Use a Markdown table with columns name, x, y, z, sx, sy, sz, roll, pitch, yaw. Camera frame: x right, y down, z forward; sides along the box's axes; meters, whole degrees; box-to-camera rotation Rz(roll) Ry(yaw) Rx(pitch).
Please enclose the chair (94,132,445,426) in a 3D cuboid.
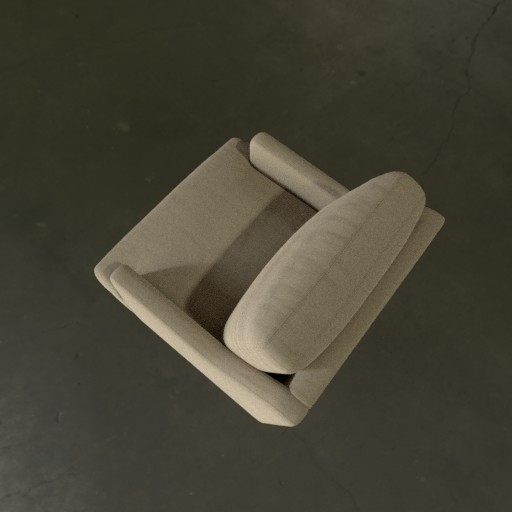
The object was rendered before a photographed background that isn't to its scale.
| name | x | y | z | sx | sy | sz | roll | pitch | yaw |
| --- | --- | --- | --- | --- | --- | --- | --- | --- | --- |
| chair | 0.000 | 0.000 | 1.746 | 1.001 | 0.916 | 0.912 | 36 | 69 | 16 |
